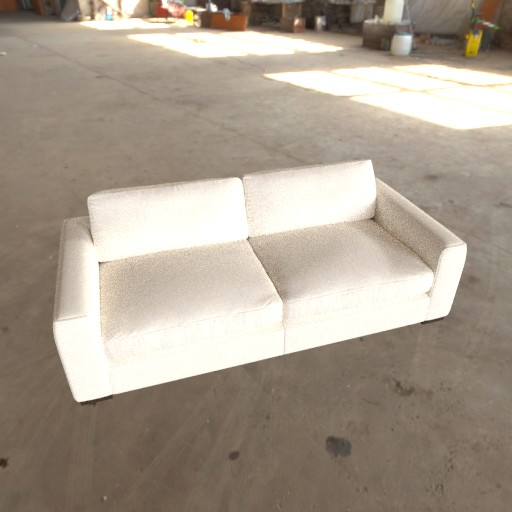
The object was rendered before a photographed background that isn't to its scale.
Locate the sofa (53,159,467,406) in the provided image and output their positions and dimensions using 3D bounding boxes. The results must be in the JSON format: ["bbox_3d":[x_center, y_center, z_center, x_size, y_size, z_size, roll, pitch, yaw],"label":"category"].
[{"bbox_3d":[0.000,0.000,2.733,2.262,0.801,1.070,-10,34,-15],"label":"sofa"}]
